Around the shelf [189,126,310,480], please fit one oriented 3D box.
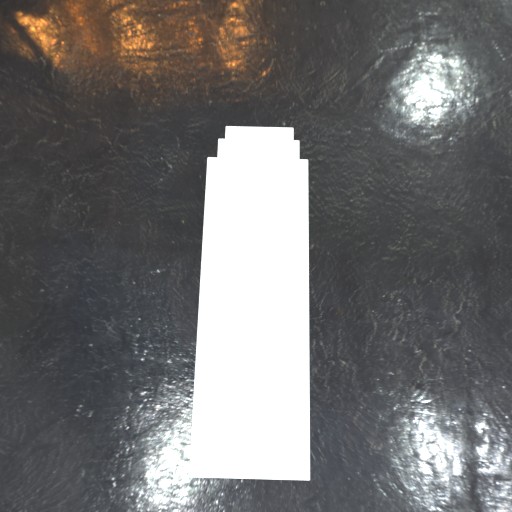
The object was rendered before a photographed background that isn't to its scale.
[{"bbox_3d":[0.000,0.000,0.730,0.140,0.293,0.610,1,75,0],"label":"shelf"}]
